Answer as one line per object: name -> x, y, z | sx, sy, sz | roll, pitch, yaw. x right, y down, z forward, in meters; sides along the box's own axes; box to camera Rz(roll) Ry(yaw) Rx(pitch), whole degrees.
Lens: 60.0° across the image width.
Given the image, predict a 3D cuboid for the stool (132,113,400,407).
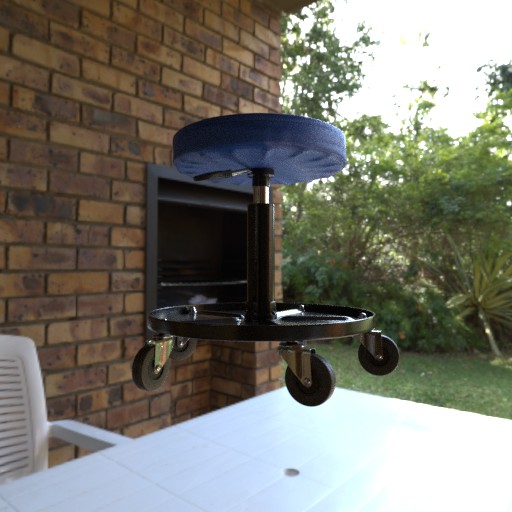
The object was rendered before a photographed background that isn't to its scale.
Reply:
stool -> 0.000, 0.000, 0.694 | 0.381, 0.365, 0.382 | -1, -2, 36
